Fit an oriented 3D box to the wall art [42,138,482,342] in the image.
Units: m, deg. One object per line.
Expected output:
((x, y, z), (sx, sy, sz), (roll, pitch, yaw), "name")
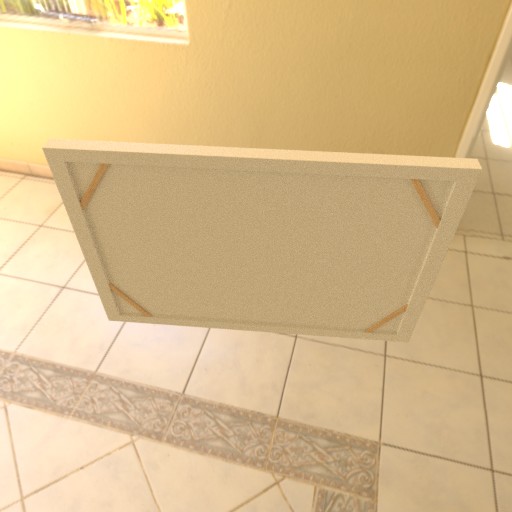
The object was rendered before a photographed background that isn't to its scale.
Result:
((0.000, 0.000, 1.145), (0.914, 0.609, 0.038), (4, 45, 4), "wall art")
